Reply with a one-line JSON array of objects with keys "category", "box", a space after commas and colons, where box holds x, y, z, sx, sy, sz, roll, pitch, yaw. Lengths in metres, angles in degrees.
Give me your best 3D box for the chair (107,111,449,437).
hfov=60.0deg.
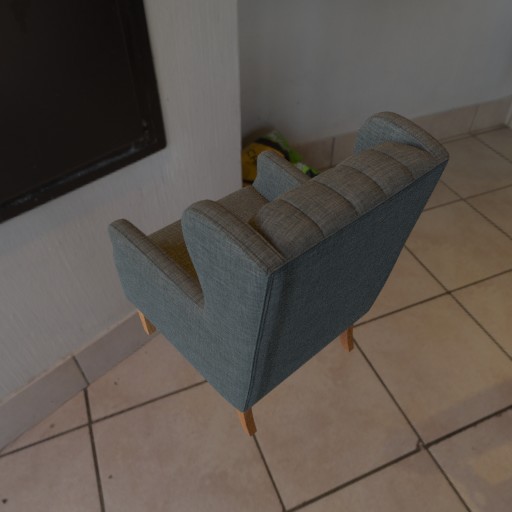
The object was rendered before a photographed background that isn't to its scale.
[{"category": "chair", "box": [0.000, 0.000, 1.462, 0.711, 0.953, 0.775, -31, 53, -28]}]
